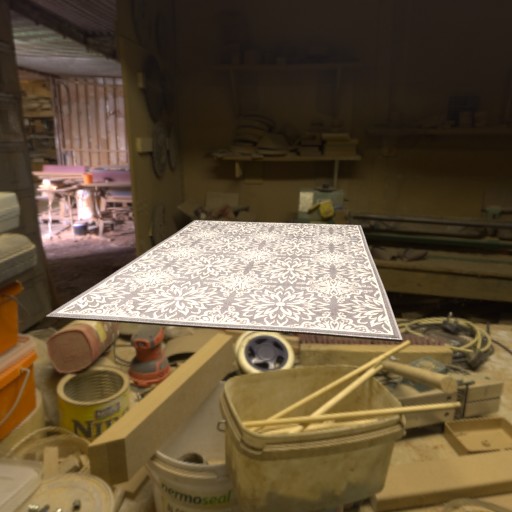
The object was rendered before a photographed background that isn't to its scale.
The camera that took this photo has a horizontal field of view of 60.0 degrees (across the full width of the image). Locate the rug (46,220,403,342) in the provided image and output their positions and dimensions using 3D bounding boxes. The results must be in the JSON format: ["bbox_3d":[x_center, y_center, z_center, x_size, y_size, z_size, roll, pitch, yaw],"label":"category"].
[{"bbox_3d":[0.000,0.000,2.358,1.224,0.012,1.847,2,15,9],"label":"rug"}]
